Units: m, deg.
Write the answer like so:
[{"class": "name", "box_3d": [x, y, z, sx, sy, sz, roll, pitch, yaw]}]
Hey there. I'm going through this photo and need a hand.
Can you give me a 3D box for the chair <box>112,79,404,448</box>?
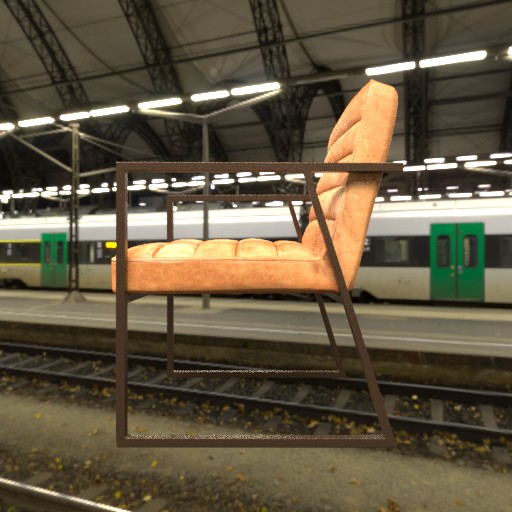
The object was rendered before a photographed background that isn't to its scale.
[{"class": "chair", "box_3d": [0.000, 0.000, 1.247, 0.677, 0.832, 0.571, 0, 0, 0]}]
